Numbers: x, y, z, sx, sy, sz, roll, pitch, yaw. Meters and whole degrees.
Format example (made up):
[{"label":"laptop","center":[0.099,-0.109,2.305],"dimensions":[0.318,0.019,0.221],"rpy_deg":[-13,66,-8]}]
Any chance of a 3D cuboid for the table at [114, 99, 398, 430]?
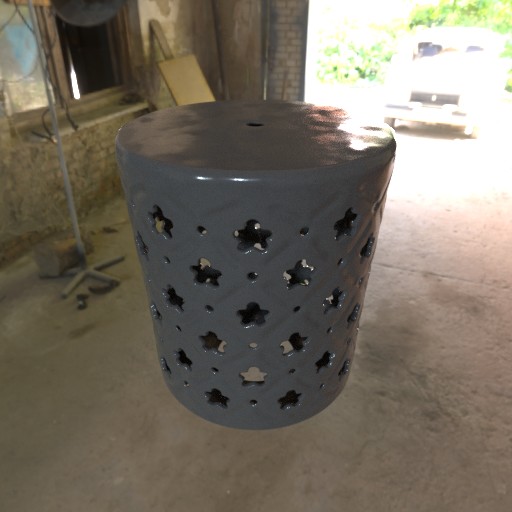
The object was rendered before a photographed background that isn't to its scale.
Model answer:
[{"label":"table","center":[0.000,0.000,0.657],"dimensions":[0.352,0.387,0.352],"rpy_deg":[0,30,0]}]
